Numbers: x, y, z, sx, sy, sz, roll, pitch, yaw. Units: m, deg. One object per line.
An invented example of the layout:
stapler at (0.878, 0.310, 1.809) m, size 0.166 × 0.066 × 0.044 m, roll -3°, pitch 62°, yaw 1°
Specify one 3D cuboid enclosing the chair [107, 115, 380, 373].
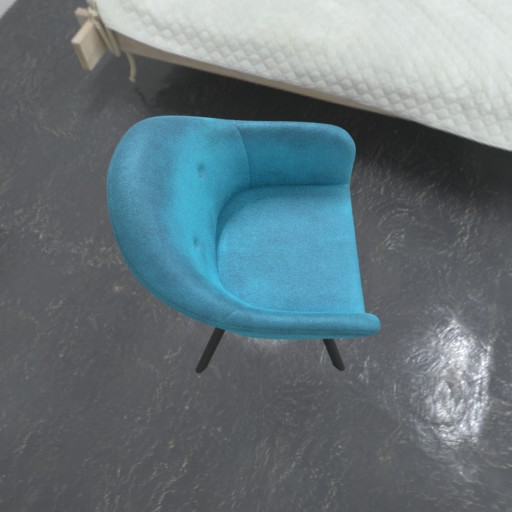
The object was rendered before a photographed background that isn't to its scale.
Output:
chair at (0.000, 0.000, 1.180) m, size 0.570 × 0.780 × 0.540 m, roll -1°, pitch 64°, yaw 0°
